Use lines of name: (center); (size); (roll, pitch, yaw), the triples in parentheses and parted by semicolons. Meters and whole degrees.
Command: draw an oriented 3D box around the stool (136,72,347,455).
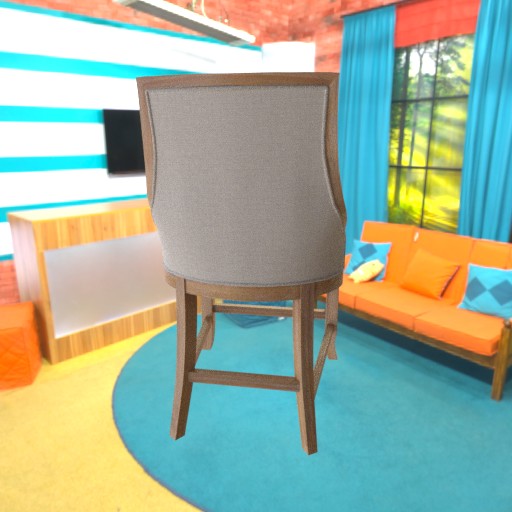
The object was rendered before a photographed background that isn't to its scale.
stool: (0.000, 0.000, 1.313); (0.524, 0.938, 0.626); (2, 15, 9)
